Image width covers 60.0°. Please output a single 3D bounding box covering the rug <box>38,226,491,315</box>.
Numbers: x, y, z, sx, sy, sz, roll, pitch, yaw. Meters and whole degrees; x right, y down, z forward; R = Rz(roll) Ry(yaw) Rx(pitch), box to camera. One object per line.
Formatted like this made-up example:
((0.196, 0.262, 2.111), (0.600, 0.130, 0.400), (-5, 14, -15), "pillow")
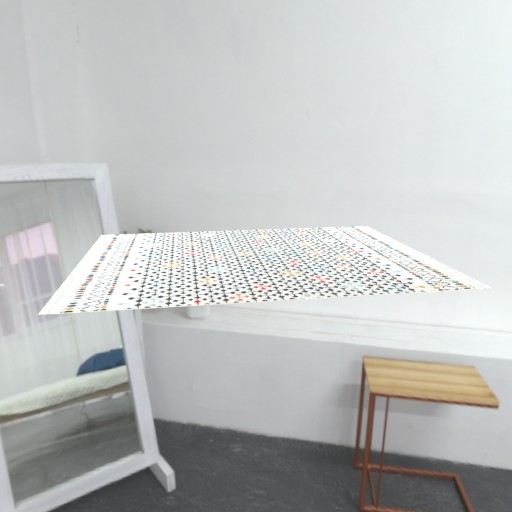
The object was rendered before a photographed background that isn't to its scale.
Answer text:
((0.000, 0.000, 4.189), (3.196, 0.007, 2.354), (-2, 15, -9), "rug")
